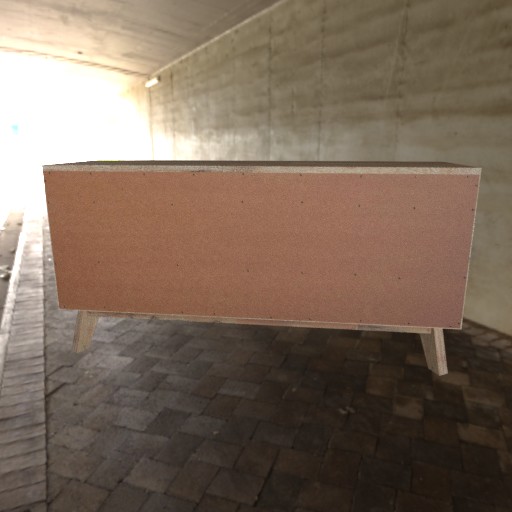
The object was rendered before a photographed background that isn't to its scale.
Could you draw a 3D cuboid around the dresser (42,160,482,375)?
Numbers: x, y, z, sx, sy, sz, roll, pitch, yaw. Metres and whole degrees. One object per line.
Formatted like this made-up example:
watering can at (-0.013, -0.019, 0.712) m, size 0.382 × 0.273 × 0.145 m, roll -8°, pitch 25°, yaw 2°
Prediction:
dresser at (0.000, 0.000, 1.920) m, size 1.602 × 0.788 × 0.455 m, roll 2°, pitch 15°, yaw 7°
